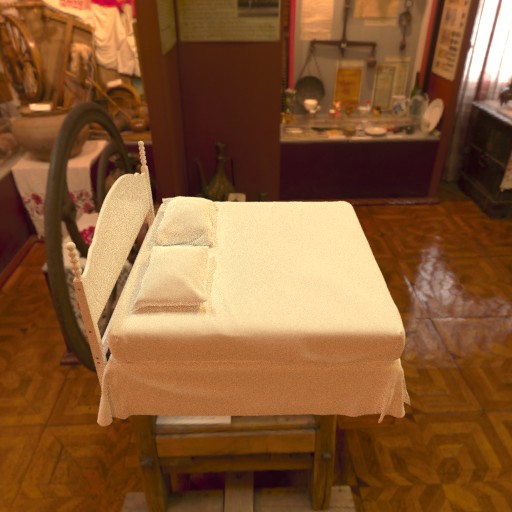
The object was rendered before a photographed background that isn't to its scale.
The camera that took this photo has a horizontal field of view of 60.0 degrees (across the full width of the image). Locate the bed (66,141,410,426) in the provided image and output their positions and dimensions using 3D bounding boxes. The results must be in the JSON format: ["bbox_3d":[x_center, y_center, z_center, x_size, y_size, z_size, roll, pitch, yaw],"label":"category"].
[{"bbox_3d":[0.000,0.000,3.692,2.219,1.355,2.322,0,32,0],"label":"bed"}]
